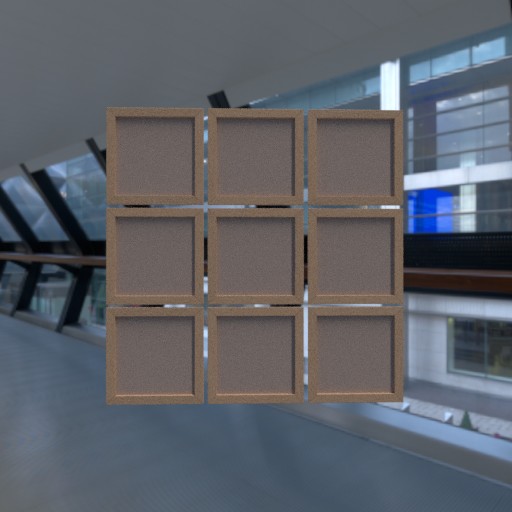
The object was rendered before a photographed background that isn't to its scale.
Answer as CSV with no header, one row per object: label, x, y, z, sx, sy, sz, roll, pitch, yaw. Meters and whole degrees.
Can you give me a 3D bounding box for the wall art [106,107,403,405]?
wall art,0.000,0.000,1.375,0.917,0.910,0.012,0,0,-2
